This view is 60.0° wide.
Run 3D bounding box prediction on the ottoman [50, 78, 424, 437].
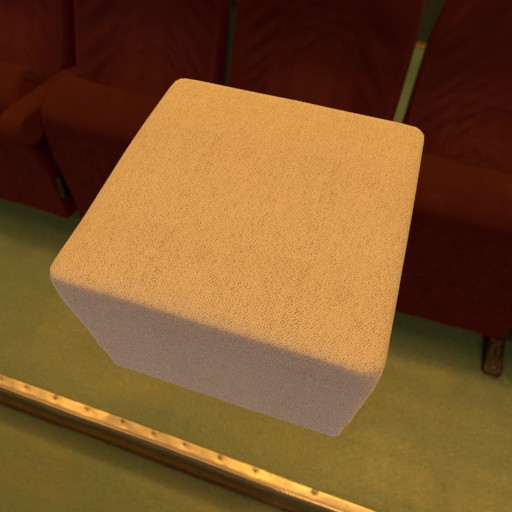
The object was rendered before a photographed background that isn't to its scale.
[{"bbox_3d":[0.000,0.000,0.908,0.521,0.453,0.512,15,59,9],"label":"ottoman"}]
